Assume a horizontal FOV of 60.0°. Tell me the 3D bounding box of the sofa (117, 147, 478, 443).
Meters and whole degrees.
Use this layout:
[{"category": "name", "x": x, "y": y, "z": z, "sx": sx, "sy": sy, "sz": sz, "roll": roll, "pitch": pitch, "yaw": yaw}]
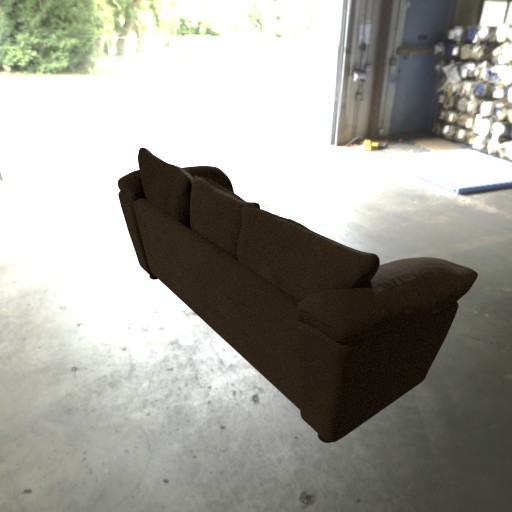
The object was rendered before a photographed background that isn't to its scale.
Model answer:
[{"category": "sofa", "x": 0.000, "y": 0.000, "z": 2.763, "sx": 0.878, "sy": 1.015, "sz": 2.336, "roll": -19, "pitch": 33, "yaw": -32}]
